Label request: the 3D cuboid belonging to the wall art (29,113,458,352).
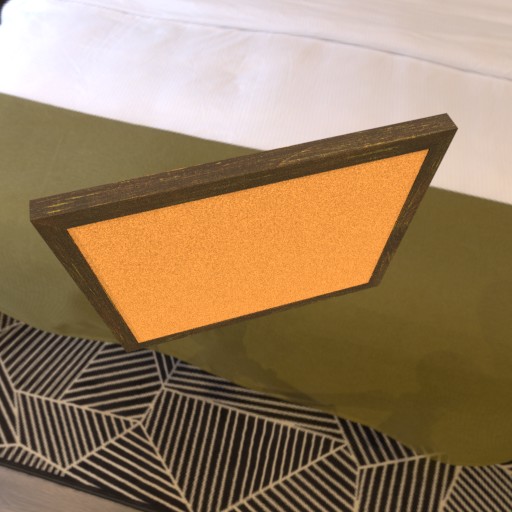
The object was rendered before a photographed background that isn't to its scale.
[{"bbox_3d":[0.000,0.000,0.760,0.558,0.457,0.032,-14,59,-8],"label":"wall art"}]
